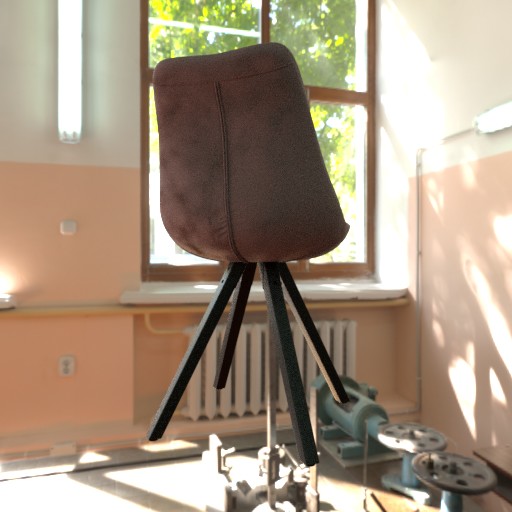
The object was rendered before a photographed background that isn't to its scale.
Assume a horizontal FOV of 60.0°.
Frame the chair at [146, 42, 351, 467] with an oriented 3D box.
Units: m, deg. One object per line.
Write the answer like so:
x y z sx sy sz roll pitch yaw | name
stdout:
0.000 0.000 1.173 0.483 0.865 0.547 0 0 19 | chair
